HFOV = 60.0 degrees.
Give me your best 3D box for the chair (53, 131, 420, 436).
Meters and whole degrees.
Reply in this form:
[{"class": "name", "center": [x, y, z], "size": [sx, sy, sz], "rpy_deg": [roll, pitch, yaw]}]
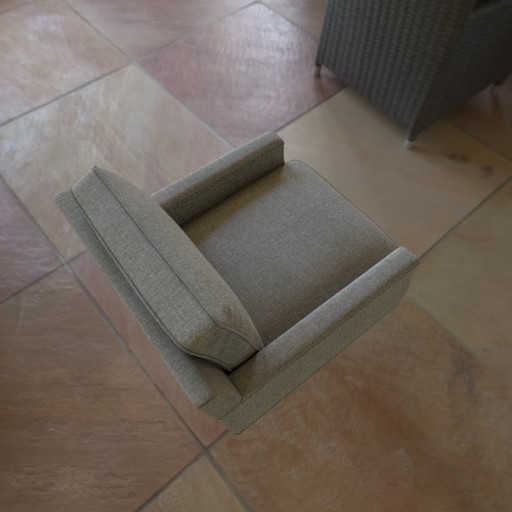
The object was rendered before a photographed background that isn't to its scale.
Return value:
[{"class": "chair", "center": [0.000, 0.000, 1.692], "size": [1.014, 0.943, 0.853], "rpy_deg": [-33, 64, -19]}]
